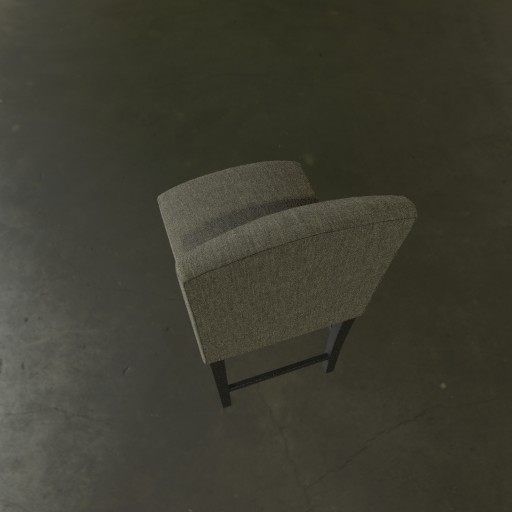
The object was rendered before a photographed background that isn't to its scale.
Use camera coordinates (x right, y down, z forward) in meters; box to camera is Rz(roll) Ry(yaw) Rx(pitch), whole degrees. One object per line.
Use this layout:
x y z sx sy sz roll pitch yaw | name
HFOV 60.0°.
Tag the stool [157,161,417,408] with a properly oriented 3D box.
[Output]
0.000 0.000 1.268 0.451 0.966 0.552 -16 59 -10 | stool
